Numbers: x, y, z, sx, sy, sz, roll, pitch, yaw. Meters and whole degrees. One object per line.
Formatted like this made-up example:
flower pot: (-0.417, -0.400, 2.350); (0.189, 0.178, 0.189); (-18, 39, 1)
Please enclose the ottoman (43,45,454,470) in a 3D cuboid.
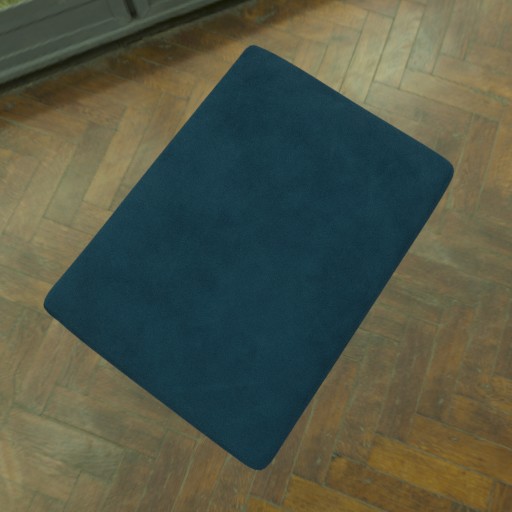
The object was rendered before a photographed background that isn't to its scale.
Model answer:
ottoman: (0.000, 0.000, 1.122); (0.572, 0.503, 0.773); (35, 80, 7)
